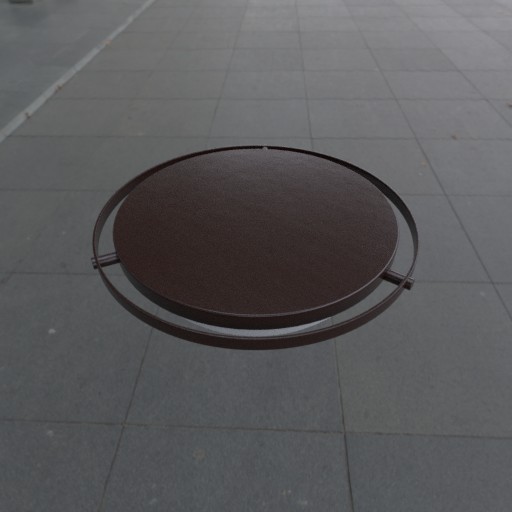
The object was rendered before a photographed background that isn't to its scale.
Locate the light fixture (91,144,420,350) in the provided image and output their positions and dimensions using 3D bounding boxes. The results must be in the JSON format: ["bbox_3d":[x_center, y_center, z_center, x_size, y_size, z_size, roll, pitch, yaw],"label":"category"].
[{"bbox_3d":[0.000,0.000,0.546,0.361,0.130,0.361,0,40,0],"label":"light fixture"}]
